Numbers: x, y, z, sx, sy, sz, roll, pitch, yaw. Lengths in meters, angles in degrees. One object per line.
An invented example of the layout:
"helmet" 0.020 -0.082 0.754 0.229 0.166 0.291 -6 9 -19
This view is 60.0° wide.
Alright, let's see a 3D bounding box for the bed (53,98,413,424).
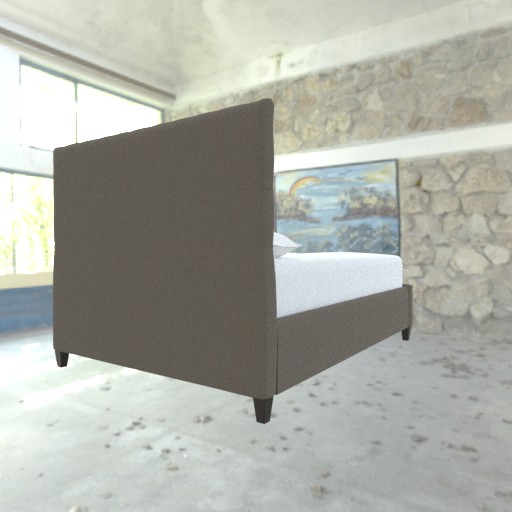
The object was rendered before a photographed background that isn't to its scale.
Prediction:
"bed" 0.000 0.000 3.292 1.696 1.426 2.233 1 1 35
